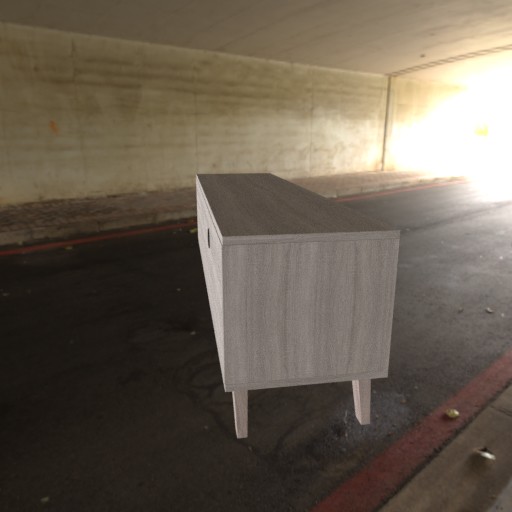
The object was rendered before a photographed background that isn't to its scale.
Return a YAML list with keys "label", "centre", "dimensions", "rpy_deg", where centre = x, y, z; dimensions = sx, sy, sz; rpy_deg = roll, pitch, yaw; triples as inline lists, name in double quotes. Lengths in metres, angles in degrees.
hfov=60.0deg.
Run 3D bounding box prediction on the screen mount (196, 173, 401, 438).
- label: "screen mount"
  centre: [0.000, 0.000, 1.728]
  dimensions: [0.401, 0.509, 1.500]
  rpy_deg: [-3, 16, -9]
